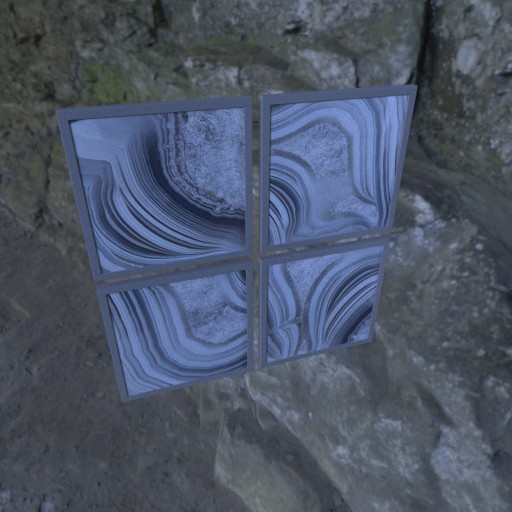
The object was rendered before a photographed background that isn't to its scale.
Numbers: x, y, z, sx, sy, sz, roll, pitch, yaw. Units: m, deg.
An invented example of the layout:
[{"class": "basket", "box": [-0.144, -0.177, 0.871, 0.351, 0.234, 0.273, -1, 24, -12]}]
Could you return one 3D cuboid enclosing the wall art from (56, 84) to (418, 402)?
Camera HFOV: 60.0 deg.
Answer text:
[{"class": "wall art", "box": [0.000, 0.000, 1.615, 1.118, 1.118, 0.029, -10, 32, -16]}]
